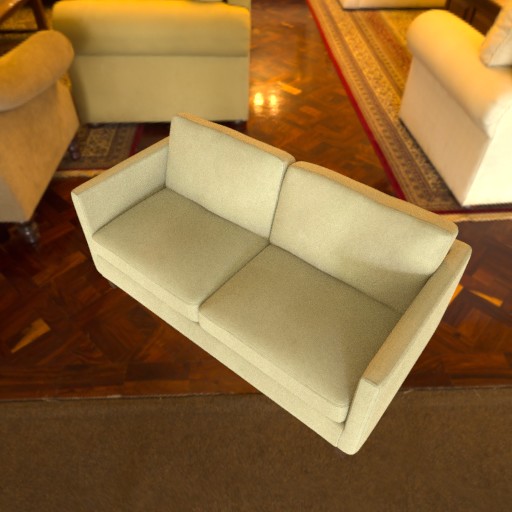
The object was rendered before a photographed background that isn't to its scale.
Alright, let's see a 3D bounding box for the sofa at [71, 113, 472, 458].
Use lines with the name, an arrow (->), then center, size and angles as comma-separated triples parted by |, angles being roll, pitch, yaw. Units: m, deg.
sofa -> 0.000, 0.000, 2.365 | 1.846, 0.940, 0.950 | 30, 52, 26
